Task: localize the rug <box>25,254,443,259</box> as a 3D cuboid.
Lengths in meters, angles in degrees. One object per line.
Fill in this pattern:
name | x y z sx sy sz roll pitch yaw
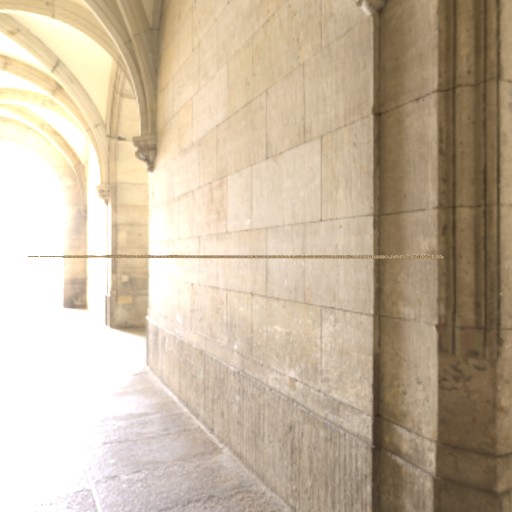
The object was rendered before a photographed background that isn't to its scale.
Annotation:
rug | 0.000 0.000 4.182 3.052 0.030 2.429 0 0 17
